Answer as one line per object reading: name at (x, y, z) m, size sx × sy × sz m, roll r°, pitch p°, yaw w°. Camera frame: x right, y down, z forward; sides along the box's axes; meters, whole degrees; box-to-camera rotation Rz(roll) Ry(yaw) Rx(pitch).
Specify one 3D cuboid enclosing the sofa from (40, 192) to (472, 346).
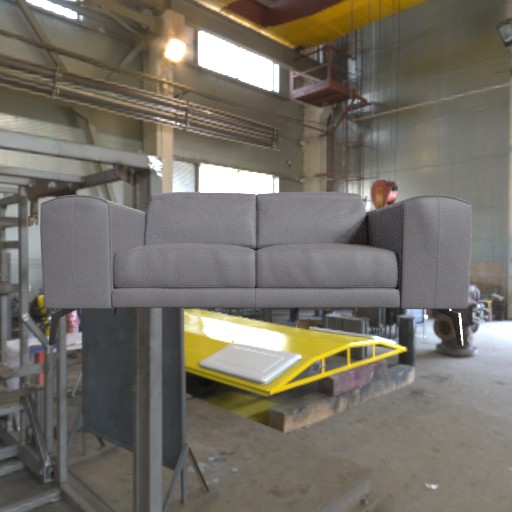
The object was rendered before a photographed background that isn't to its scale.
sofa at (0.000, 0.000, 2.398) m, size 1.895 × 0.779 × 1.003 m, roll 0°, pitch 1°, yaw 0°
